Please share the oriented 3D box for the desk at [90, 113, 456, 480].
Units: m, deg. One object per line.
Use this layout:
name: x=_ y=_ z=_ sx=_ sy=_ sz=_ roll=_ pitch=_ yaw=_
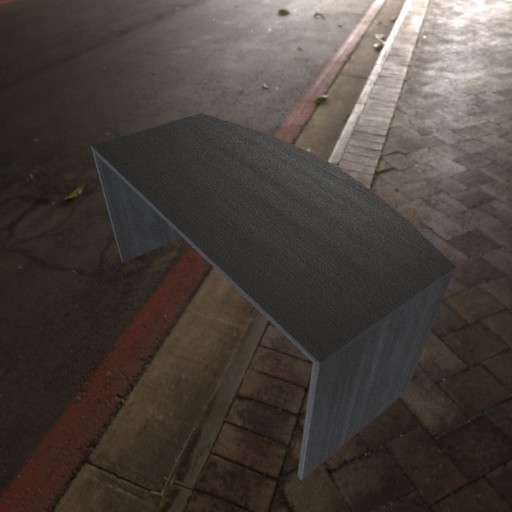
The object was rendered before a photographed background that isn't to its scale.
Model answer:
desk: x=0.000 y=0.000 z=2.108 sx=0.802 sy=0.750 sz=1.600 roll=-27 pitch=47 yaw=-28
